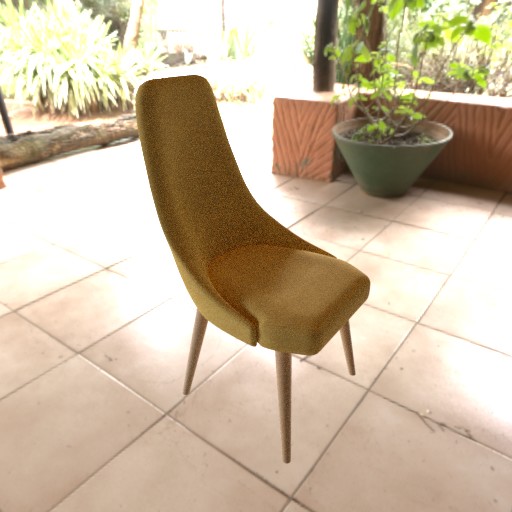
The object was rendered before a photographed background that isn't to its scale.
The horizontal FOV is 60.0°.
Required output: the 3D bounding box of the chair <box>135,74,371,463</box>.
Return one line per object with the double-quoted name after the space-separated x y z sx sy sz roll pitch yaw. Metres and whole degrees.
0.000 0.000 1.422 0.660 1.040 0.510 18 33 31 "chair"
